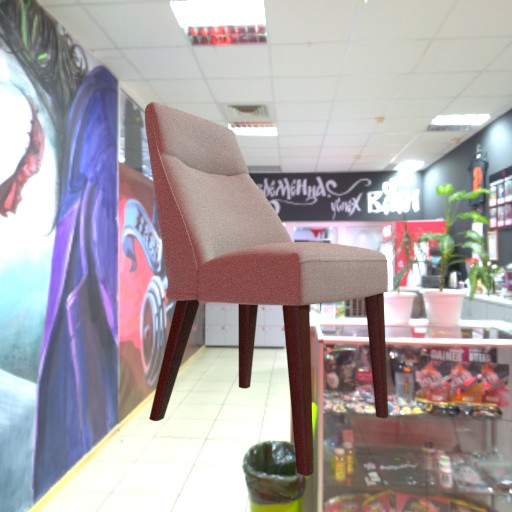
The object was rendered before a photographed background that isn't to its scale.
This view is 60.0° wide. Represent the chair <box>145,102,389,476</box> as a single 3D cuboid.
[{"bbox_3d":[0.000,0.000,1.293,0.620,0.930,0.500,0,-1,38],"label":"chair"}]
